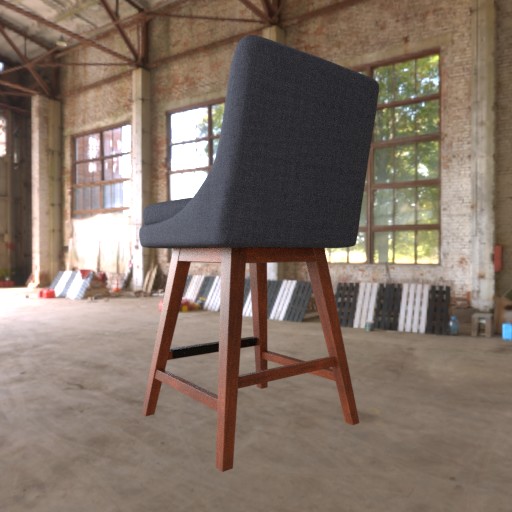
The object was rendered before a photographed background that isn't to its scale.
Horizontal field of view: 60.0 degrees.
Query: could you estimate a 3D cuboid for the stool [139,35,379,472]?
[{"bbox_3d":[0.000,0.000,1.192,0.467,0.895,0.524,0,1,-37],"label":"stool"}]
